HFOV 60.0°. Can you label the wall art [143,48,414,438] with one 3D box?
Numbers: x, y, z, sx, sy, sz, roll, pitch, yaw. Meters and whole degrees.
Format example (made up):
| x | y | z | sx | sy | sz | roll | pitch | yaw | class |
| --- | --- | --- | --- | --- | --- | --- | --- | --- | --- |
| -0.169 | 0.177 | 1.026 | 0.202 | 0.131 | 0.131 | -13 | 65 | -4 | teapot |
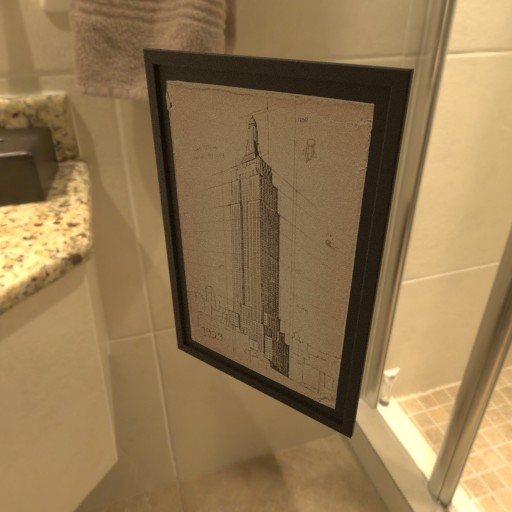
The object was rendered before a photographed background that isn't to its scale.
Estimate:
| x | y | z | sx | sy | sz | roll | pitch | yaw | class |
| --- | --- | --- | --- | --- | --- | --- | --- | --- | --- |
| 0.000 | 0.000 | 0.802 | 0.451 | 0.661 | 0.012 | 19 | 35 | 29 | wall art |
